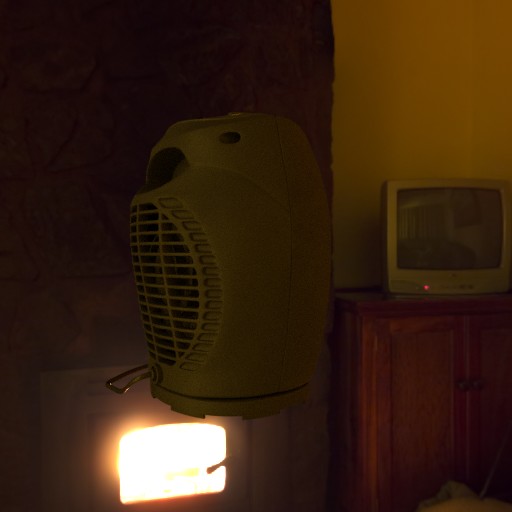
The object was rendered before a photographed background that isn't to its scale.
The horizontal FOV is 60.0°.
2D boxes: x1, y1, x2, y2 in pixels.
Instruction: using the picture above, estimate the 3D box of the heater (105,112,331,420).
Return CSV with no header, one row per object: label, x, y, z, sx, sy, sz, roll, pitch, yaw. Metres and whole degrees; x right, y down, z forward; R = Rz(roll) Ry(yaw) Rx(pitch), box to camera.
heater,0.000,0.000,0.471,0.291,0.255,0.239,0,1,-36
